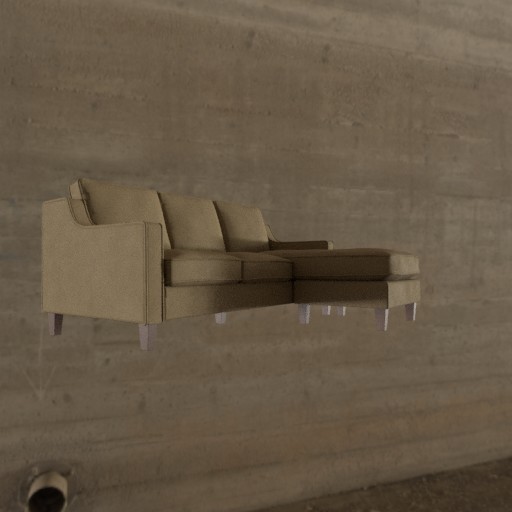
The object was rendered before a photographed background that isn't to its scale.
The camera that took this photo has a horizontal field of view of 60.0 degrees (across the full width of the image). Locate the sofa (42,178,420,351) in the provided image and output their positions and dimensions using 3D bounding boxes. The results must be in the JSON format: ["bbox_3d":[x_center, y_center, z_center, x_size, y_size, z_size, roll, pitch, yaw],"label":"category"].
[{"bbox_3d":[0.000,0.000,3.344,1.858,1.066,2.317,-1,-2,36],"label":"sofa"}]
